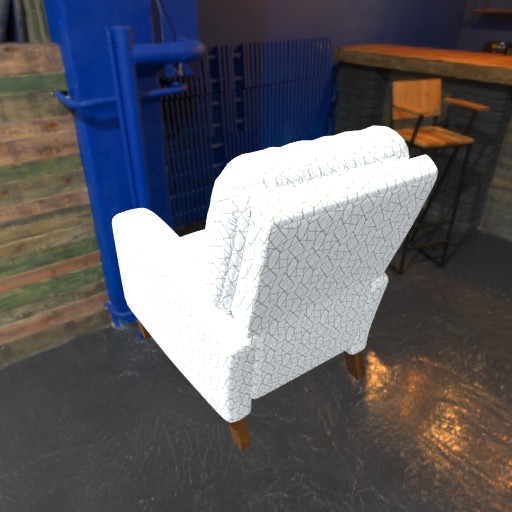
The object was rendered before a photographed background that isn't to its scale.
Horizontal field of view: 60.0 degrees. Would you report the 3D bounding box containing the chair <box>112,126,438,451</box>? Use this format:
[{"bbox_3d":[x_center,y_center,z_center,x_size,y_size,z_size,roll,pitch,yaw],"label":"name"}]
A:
[{"bbox_3d":[0.000,0.000,1.722,0.796,1.064,0.995,-20,35,-30],"label":"chair"}]
